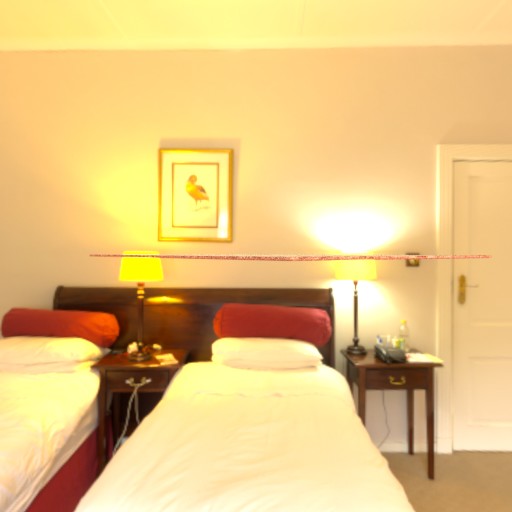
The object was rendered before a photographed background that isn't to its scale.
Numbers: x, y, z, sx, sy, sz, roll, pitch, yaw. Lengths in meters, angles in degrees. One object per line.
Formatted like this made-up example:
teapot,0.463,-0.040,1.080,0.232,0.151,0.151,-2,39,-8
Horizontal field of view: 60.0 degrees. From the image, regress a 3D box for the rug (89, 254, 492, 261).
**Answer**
rug,0.000,0.000,3.037,1.524,0.015,2.438,0,1,-37
